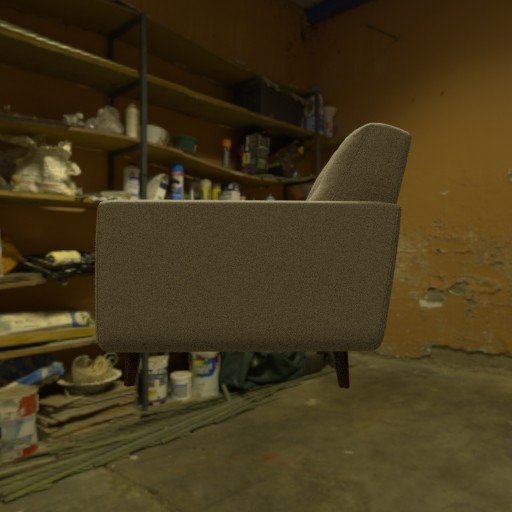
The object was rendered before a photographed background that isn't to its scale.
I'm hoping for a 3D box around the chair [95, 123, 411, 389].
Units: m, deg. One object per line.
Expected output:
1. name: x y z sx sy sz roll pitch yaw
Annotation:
1. chair: 0.000 0.000 1.903 1.128 0.965 0.897 0 -1 0
